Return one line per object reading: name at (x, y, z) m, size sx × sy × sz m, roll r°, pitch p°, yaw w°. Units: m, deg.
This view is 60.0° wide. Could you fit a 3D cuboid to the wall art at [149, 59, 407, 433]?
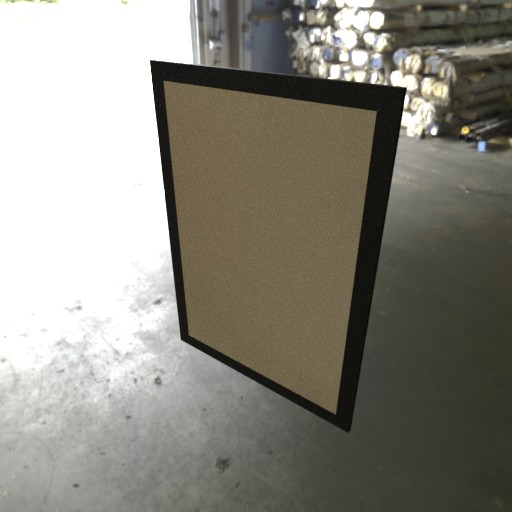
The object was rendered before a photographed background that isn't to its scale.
wall art at (0.000, 0.000, 0.682) m, size 0.379 × 0.530 × 0.008 m, roll 21°, pitch 36°, yaw 31°
